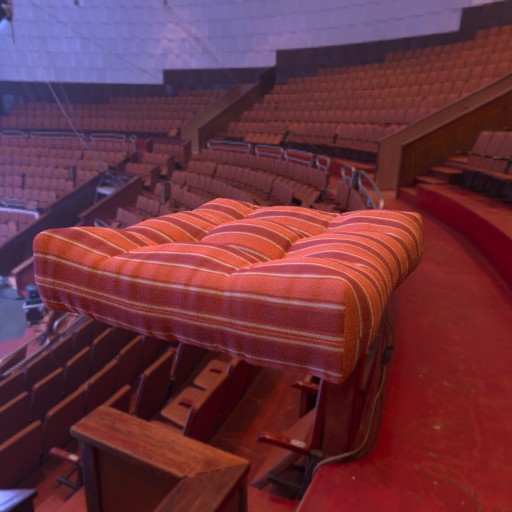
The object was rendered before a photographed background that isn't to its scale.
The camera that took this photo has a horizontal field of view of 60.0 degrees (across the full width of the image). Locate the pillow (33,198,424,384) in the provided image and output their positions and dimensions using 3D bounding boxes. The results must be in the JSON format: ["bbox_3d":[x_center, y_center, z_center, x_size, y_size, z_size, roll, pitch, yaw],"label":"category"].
[{"bbox_3d":[0.000,0.000,0.719,0.468,0.133,0.490,8,17,26],"label":"pillow"}]
